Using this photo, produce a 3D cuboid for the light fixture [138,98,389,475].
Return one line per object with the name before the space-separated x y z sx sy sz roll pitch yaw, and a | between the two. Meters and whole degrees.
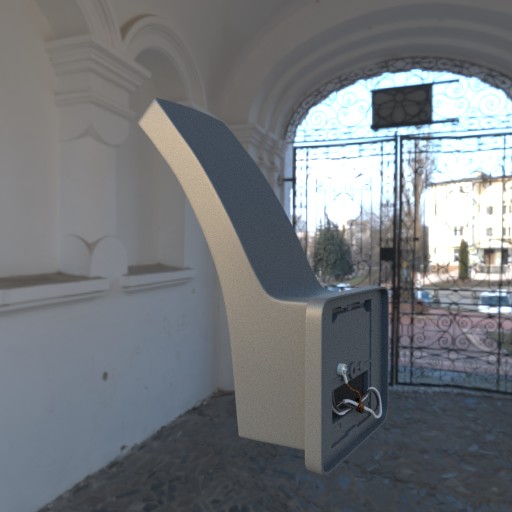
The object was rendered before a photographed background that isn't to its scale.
light fixture | 0.000 0.000 0.331 0.174 0.243 0.108 1 1 35
